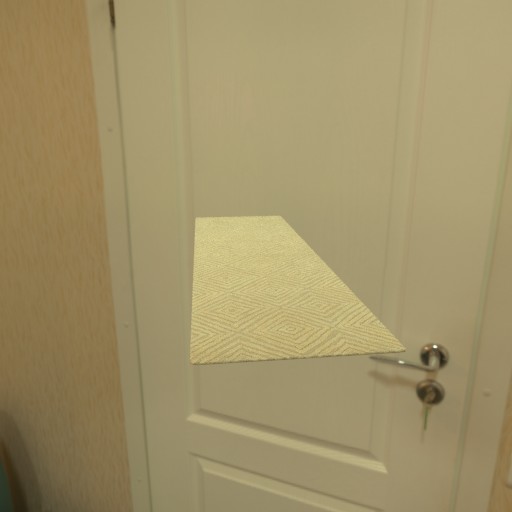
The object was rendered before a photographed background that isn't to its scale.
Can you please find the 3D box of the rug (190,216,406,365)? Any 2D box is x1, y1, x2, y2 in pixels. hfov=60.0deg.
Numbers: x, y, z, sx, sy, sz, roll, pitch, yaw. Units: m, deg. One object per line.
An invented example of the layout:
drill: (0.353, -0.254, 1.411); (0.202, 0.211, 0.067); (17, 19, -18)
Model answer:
rug: (0.000, 0.000, 2.440); (0.676, 0.008, 2.277); (-2, 16, -7)
